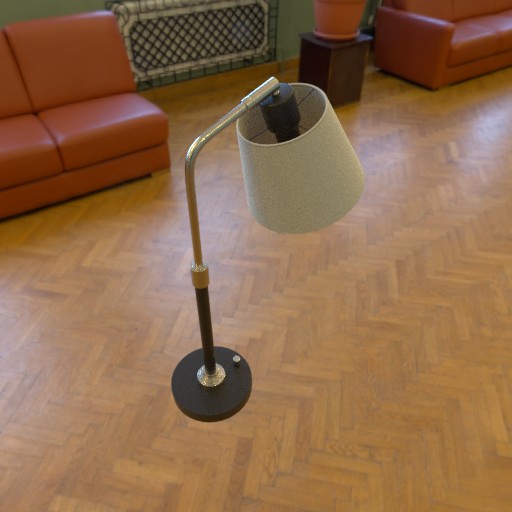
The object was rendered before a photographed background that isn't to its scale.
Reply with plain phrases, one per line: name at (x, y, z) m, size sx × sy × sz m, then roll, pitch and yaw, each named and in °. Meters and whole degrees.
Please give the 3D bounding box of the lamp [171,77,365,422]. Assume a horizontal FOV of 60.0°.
lamp at (0.000, 0.000, 0.696) m, size 0.348 × 0.539 × 0.181 m, roll -25°, pitch 47°, yaw -26°
